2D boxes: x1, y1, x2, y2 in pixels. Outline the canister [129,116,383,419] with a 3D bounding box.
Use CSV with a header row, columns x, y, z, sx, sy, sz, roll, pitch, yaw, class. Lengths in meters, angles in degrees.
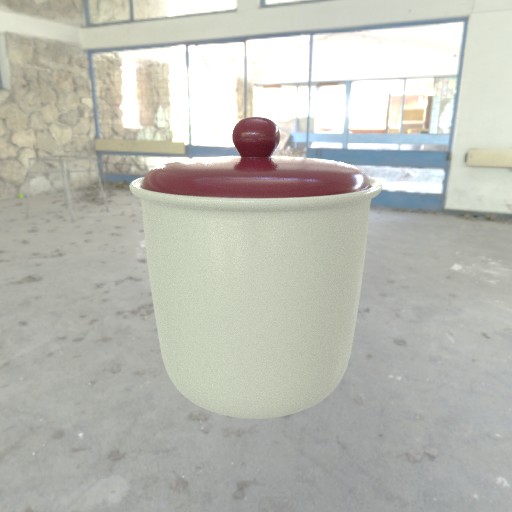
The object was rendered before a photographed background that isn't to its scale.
x,y,z,sx,sy,sz,roll,pitch,yaw,class
0.000,0.000,0.346,0.182,0.208,0.182,0,16,0,canister
